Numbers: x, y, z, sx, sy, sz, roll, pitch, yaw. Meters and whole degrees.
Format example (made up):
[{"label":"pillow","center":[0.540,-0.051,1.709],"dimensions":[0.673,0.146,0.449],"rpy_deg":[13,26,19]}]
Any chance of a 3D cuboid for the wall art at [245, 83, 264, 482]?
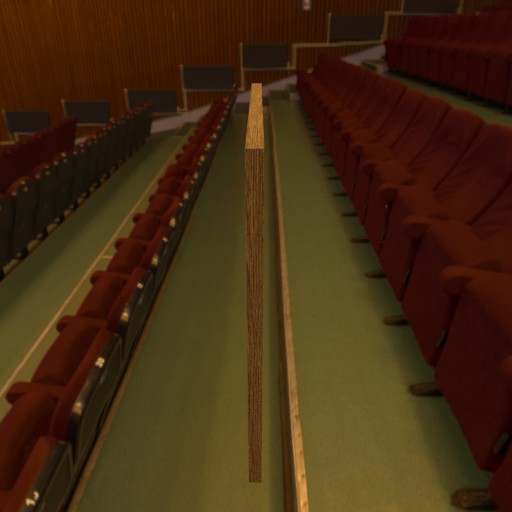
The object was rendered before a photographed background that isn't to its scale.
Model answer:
[{"label":"wall art","center":[0.000,0.000,0.777],"dimensions":[0.019,0.508,0.508],"rpy_deg":[0,28,0]}]
